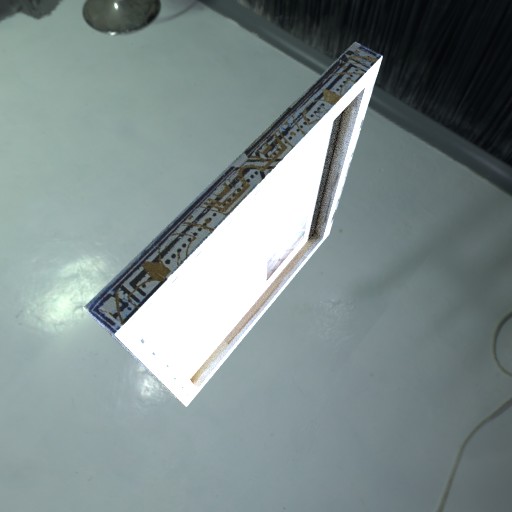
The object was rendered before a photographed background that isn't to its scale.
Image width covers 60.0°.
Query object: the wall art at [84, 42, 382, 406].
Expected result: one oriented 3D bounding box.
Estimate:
[{"bbox_3d":[0.000,0.000,0.614,0.038,0.410,0.411,35,69,16],"label":"wall art"}]
